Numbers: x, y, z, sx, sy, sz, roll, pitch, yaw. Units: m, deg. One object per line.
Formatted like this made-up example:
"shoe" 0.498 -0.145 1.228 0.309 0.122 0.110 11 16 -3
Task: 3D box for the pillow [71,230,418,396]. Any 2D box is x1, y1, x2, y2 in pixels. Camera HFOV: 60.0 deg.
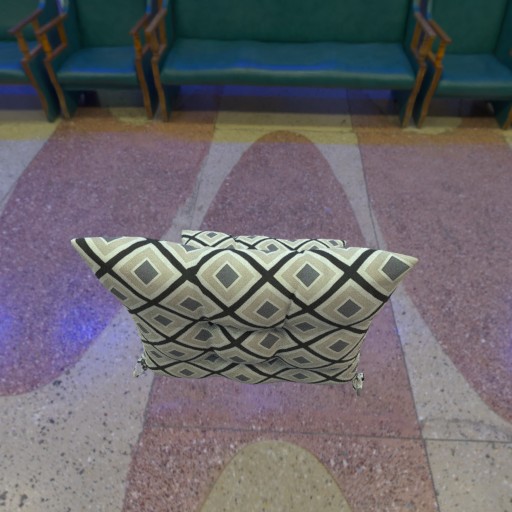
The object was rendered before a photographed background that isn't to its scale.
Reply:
"pillow" 0.000 0.000 0.995 0.541 0.536 0.585 3 46 3
